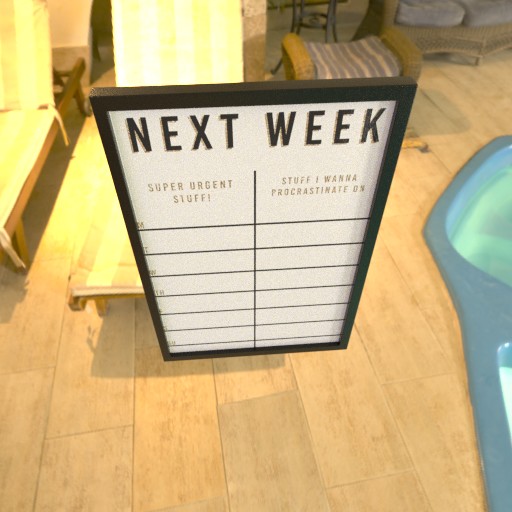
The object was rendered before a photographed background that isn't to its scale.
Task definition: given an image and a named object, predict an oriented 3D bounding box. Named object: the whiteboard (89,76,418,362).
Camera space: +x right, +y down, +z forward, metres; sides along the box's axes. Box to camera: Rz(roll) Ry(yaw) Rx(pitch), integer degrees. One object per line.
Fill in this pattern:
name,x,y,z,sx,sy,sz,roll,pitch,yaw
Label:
whiteboard,0.000,0.000,0.772,0.406,0.611,0.026,-3,46,-3
